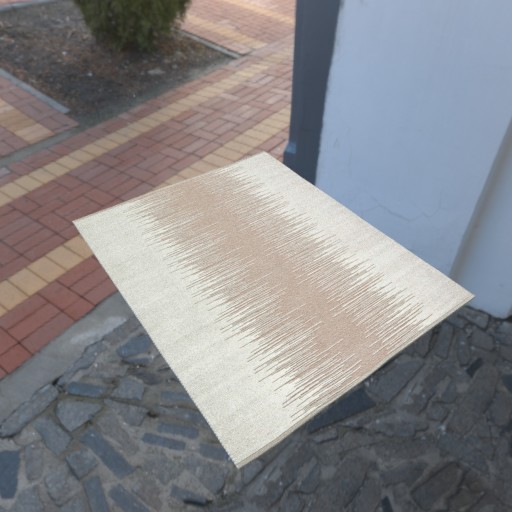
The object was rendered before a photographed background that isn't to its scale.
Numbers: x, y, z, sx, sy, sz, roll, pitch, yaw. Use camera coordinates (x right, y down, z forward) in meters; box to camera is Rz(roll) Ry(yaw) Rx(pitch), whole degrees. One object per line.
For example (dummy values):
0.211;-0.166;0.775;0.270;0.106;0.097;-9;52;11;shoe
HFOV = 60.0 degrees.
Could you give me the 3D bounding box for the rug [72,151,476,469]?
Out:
0.000;0.000;4.146;2.438;0.013;3.048;-26;49;-25;rug
